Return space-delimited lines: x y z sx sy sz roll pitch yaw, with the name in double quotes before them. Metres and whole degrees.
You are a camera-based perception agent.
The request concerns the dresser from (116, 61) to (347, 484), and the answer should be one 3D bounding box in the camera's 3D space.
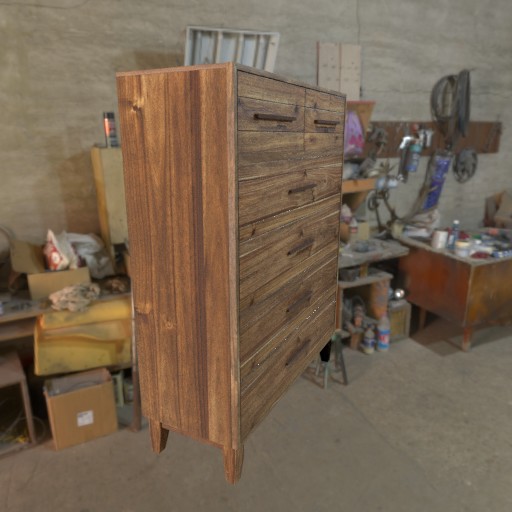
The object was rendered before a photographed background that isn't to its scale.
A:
"dresser" 0.000 0.000 1.927 0.442 1.393 1.062 8 17 27
